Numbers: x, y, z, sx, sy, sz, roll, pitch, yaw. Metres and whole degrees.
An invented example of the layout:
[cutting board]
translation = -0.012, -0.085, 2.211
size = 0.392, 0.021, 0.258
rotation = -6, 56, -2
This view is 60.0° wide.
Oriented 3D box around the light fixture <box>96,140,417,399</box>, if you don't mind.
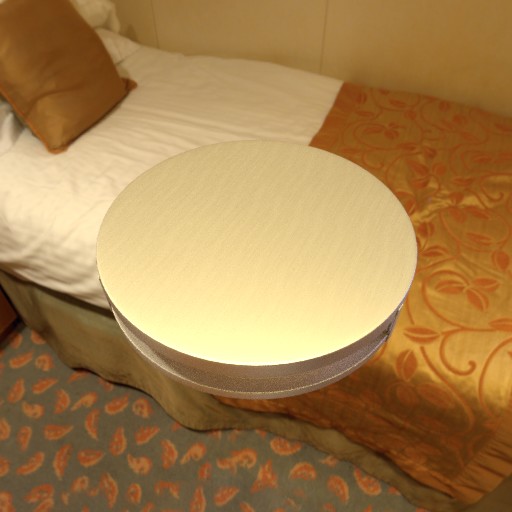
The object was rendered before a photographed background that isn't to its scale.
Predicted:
[light fixture]
translation = 0.000, 0.000, 0.539
size = 0.356, 0.102, 0.356
rotation = 0, 47, 0
